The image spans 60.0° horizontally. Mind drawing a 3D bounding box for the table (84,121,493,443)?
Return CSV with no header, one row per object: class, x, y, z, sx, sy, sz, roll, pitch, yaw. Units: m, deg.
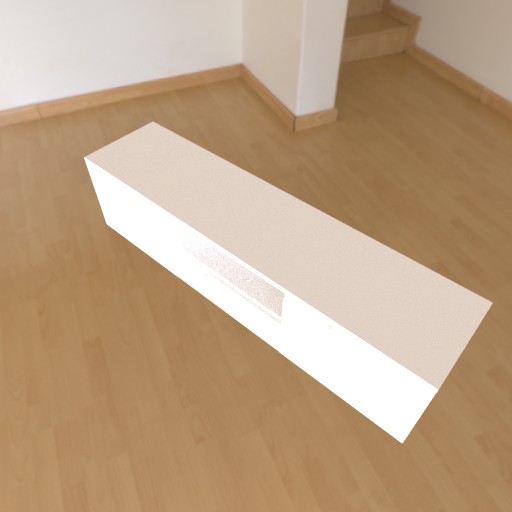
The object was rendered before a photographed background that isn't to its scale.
table,0.000,0.000,1.826,1.650,0.420,0.390,33,55,26
